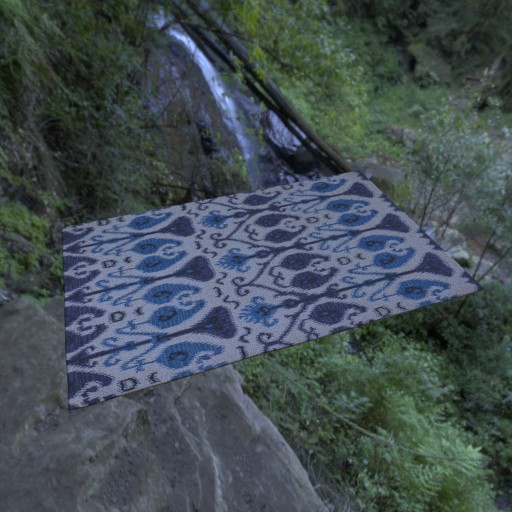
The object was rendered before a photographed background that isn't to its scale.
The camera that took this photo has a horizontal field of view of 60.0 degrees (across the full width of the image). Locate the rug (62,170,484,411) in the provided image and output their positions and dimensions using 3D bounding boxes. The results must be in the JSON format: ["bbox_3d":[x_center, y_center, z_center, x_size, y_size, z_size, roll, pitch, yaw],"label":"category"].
[{"bbox_3d":[0.000,0.000,2.057,1.698,0.013,1.072,-13,42,-15],"label":"rug"}]
